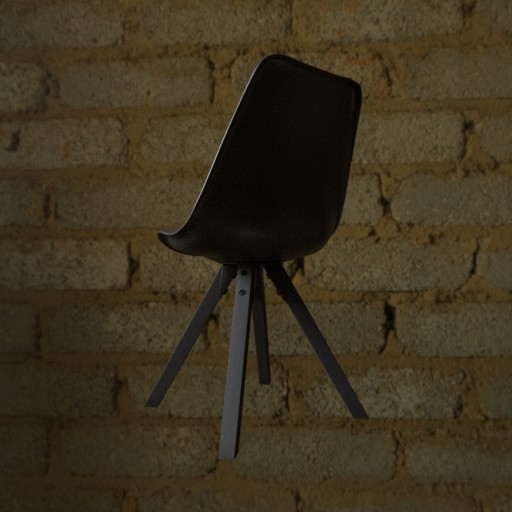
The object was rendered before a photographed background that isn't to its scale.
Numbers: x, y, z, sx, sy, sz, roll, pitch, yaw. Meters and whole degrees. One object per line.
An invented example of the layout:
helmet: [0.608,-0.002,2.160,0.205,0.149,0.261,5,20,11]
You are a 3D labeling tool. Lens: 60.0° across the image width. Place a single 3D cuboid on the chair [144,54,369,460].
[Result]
chair: [0.000,0.000,1.196,0.485,0.850,0.530,1,-1,-36]
